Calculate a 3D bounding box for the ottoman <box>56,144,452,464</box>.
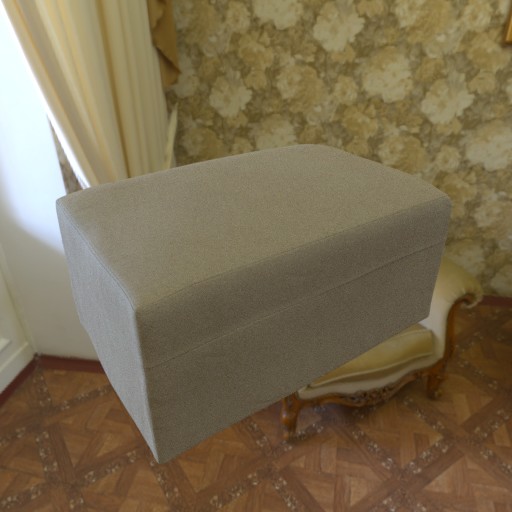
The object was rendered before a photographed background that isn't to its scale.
[{"bbox_3d":[0.000,0.000,1.187,0.872,0.444,0.590,-19,35,-29],"label":"ottoman"}]
